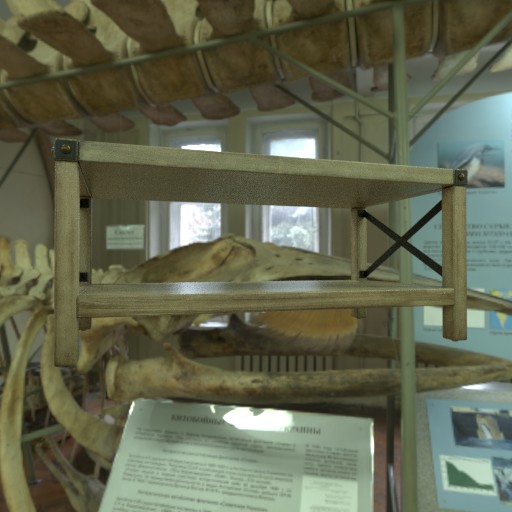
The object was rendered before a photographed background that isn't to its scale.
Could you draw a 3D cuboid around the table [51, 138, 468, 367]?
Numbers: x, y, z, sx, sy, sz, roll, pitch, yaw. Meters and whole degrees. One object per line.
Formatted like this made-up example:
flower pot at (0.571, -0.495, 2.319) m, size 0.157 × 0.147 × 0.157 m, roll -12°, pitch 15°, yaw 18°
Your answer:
table at (0.000, 0.000, 1.276) m, size 1.016 × 0.456 × 0.559 m, roll 0°, pitch -1°, yaw -17°
